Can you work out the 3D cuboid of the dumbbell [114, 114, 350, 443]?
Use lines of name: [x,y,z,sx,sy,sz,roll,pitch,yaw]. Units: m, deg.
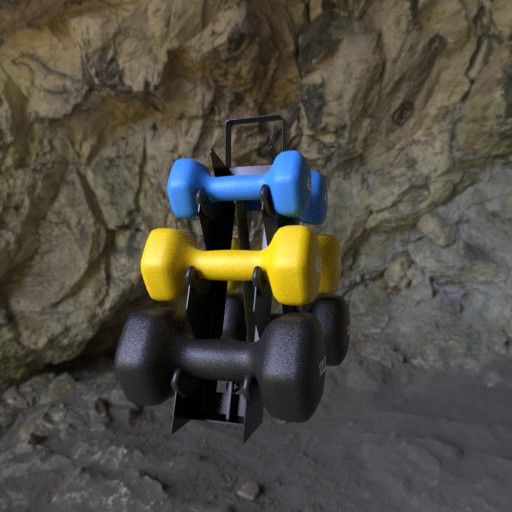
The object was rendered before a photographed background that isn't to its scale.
dumbbell: [0.000,0.000,0.690,0.255,0.426,0.409,0,0,18]
